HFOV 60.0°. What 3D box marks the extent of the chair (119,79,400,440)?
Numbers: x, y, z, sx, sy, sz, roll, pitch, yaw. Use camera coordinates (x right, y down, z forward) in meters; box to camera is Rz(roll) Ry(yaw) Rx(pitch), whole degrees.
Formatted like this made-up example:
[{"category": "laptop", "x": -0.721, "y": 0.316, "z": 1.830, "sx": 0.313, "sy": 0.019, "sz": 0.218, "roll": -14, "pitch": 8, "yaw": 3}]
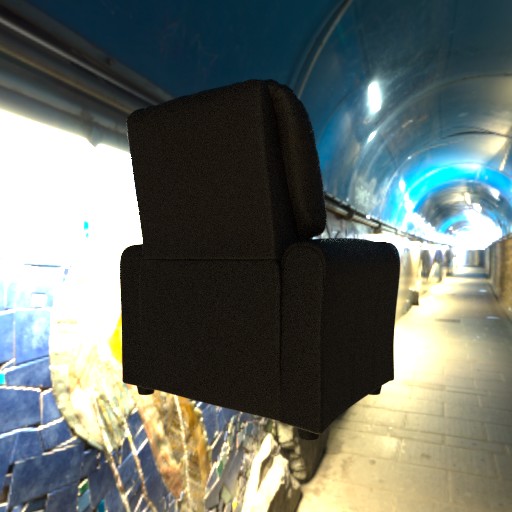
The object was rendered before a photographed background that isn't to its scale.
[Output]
[{"category": "chair", "x": 0.000, "y": 0.000, "z": 1.134, "sx": 0.610, "sy": 0.709, "sz": 0.521, "roll": 0, "pitch": 0, "yaw": 35}]
